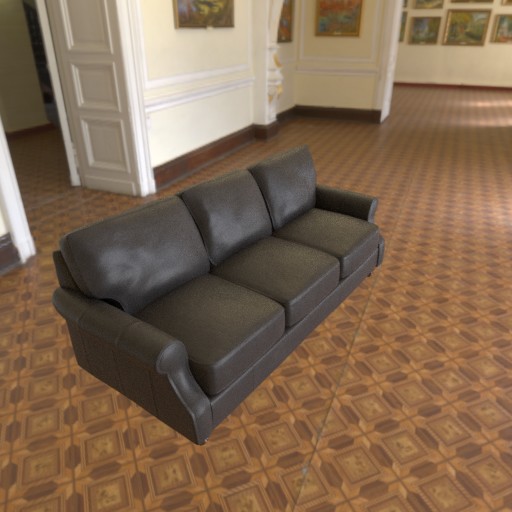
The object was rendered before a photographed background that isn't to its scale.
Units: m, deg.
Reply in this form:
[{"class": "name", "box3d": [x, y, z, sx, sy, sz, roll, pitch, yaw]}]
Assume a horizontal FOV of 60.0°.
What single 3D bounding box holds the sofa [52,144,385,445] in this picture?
[{"class": "sofa", "box3d": [0.000, 0.000, 2.884, 0.974, 0.977, 2.387, 18, 32, 31]}]
